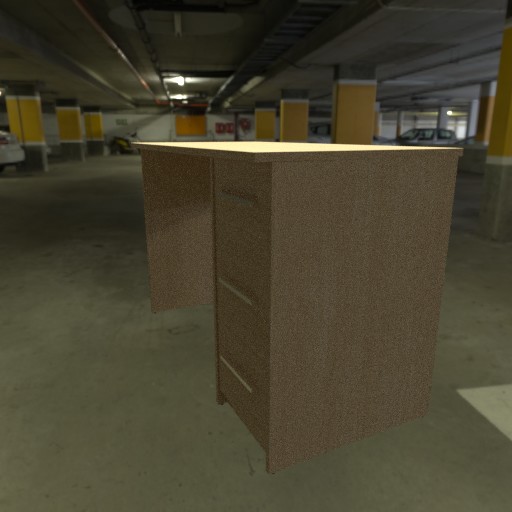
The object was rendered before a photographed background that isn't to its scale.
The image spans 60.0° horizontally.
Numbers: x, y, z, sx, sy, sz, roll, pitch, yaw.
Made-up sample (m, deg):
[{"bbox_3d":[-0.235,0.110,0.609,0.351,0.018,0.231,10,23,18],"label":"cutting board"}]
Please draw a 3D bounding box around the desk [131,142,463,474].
[{"bbox_3d":[0.000,0.000,1.509,0.560,0.735,1.097,-8,17,-26],"label":"desk"}]
